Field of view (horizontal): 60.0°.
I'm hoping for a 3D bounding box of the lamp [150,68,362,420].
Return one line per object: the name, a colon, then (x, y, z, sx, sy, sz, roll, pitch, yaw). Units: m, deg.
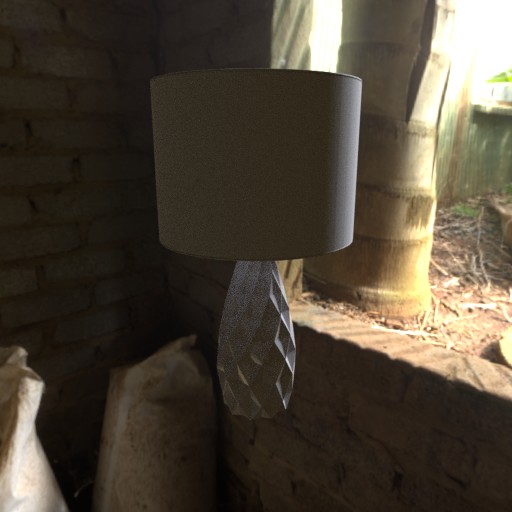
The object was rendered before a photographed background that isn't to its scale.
lamp: (0.000, 0.000, 0.703, 0.297, 0.522, 0.297, 0, 15, 0)
